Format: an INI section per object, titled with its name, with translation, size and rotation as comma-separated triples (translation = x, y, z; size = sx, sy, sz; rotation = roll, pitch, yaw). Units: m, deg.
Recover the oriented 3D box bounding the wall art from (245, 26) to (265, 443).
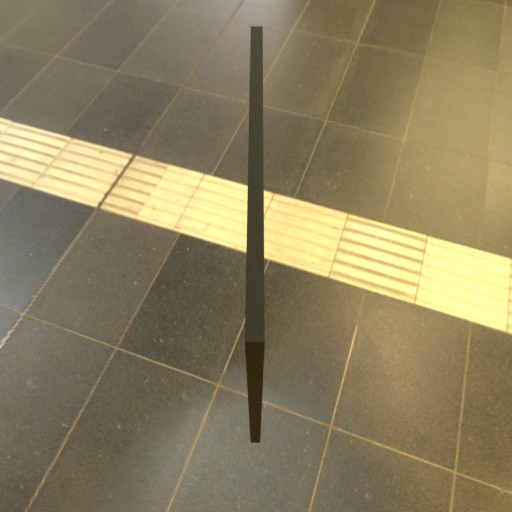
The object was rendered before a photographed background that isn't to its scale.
[wall art]
translation = 0.000, 0.000, 0.528
size = 0.013, 0.356, 0.356
rotation = 0, 57, 0
